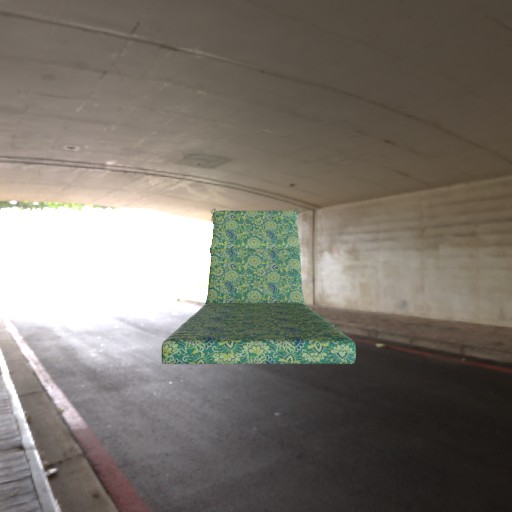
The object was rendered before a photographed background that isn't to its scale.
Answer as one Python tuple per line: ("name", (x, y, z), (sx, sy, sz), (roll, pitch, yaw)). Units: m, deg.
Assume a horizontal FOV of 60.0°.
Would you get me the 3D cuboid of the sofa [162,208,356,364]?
("sofa", (0.000, 0.000, 1.994), (0.582, 0.622, 1.663), (0, -1, -1))
